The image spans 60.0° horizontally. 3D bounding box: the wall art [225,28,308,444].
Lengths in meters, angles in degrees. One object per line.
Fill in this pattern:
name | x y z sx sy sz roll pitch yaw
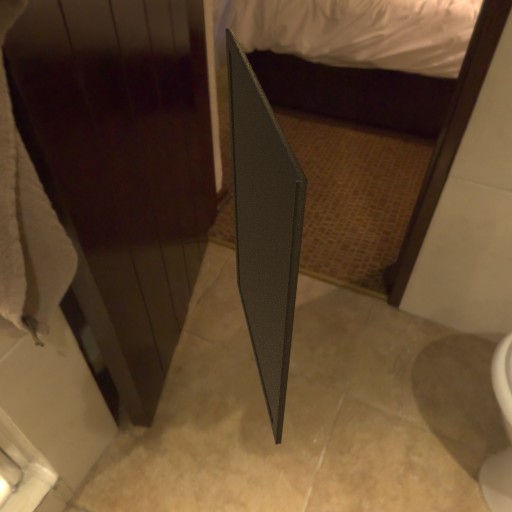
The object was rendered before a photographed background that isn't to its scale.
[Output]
wall art | 0.000 0.000 0.837 0.012 0.661 0.451 -9 46 -8
